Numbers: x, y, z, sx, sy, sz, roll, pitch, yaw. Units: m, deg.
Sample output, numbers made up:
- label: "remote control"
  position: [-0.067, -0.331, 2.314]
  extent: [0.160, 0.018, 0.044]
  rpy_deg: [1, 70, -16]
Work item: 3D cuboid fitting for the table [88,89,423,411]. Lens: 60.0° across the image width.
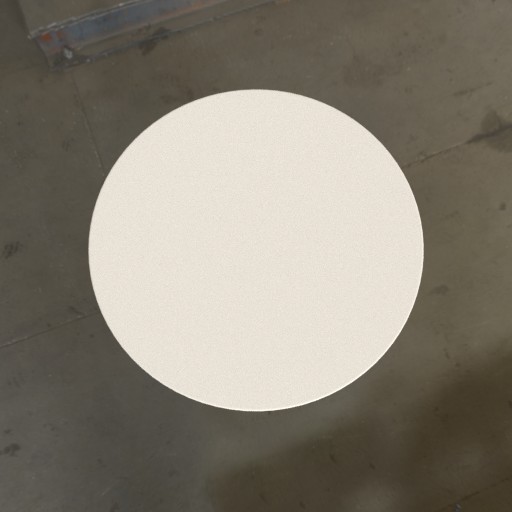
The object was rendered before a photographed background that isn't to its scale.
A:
- label: "table"
  position: [0.000, 0.000, 1.428]
  extent: [0.910, 0.457, 0.910]
  rpy_deg: [0, 75, 0]
